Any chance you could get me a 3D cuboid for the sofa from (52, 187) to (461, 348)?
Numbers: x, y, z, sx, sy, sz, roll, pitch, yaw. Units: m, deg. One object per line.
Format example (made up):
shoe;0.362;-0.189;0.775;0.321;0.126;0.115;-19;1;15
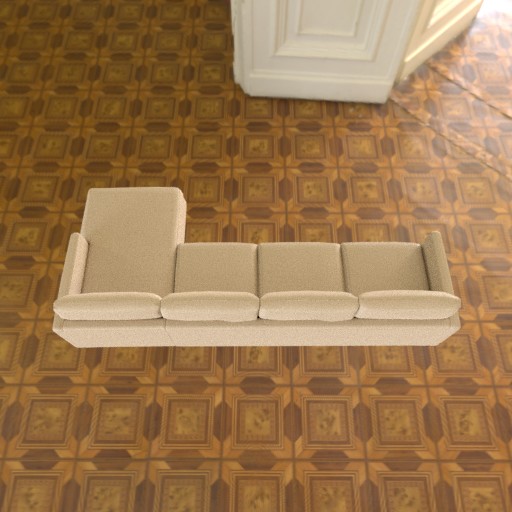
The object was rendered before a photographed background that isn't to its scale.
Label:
sofa;0.000;0.000;3.326;2.731;0.755;1.258;0;64;0
